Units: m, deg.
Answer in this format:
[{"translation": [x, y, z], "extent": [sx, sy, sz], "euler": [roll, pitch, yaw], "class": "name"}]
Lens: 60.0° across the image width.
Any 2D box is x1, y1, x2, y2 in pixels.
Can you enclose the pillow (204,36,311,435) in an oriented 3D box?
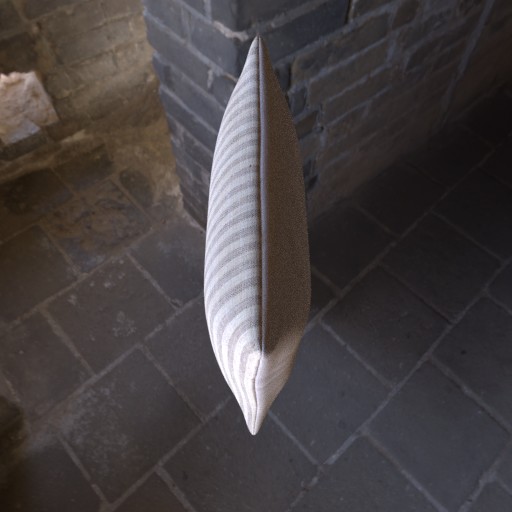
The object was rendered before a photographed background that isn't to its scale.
[{"translation": [0.000, 0.000, 0.784], "extent": [0.166, 0.510, 0.523], "euler": [0, 59, 0], "class": "pillow"}]
